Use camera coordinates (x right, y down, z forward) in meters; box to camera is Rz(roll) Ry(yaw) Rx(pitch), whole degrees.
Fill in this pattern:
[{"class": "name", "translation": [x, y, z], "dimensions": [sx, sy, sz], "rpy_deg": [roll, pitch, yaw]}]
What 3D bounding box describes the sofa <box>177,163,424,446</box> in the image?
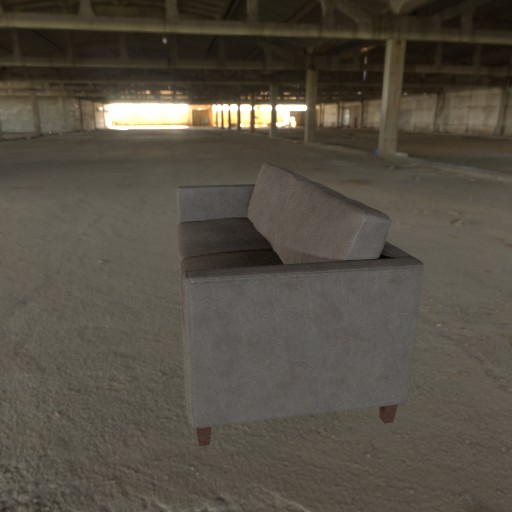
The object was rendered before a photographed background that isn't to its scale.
[{"class": "sofa", "translation": [0.000, 0.000, 2.717], "dimensions": [0.951, 0.965, 2.208], "rpy_deg": [-3, 18, -10]}]
